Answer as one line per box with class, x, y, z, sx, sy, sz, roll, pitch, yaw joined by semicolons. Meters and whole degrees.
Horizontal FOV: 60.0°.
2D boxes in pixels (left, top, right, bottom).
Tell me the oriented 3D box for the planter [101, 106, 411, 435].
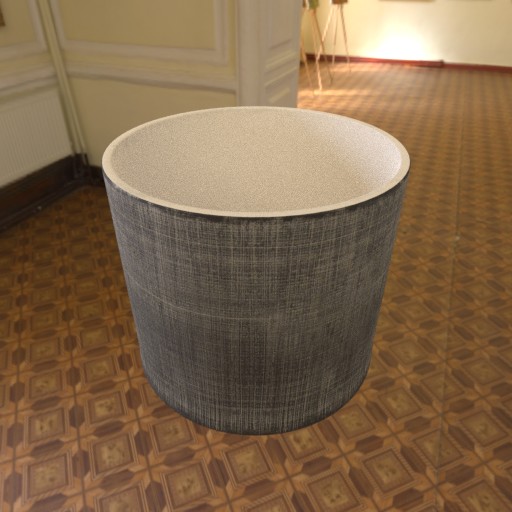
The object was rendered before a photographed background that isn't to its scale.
planter;0.000;0.000;0.308;0.178;0.157;0.178;0;33;0
